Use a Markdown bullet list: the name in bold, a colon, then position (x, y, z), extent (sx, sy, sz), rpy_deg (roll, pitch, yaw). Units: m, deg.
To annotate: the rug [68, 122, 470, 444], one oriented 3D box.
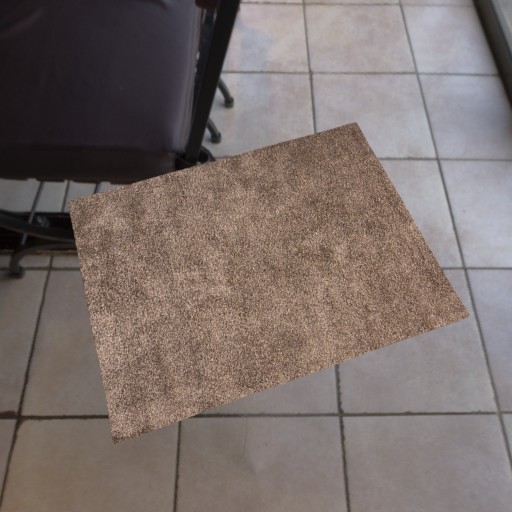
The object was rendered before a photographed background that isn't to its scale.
- **rug**: position (0.000, 0.000, 2.111), extent (1.601, 0.025, 1.198), rpy_deg (-17, 65, -8)
